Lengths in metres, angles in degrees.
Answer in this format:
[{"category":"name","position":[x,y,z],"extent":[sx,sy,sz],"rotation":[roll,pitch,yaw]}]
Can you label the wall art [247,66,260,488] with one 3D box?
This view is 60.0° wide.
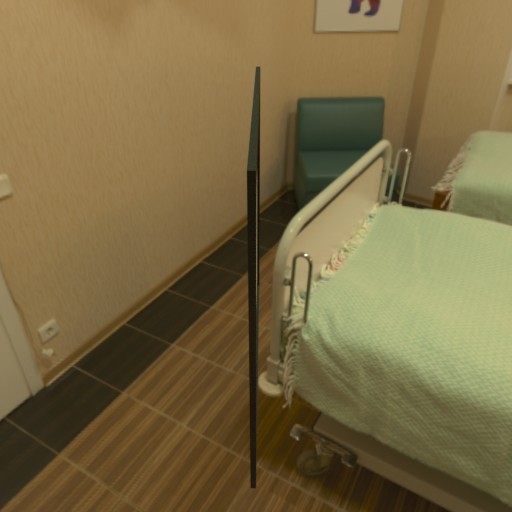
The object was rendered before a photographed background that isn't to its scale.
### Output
[{"category":"wall art","position":[0.000,0.000,1.209],"extent":[0.013,0.823,0.823],"rotation":[1,33,1]}]
